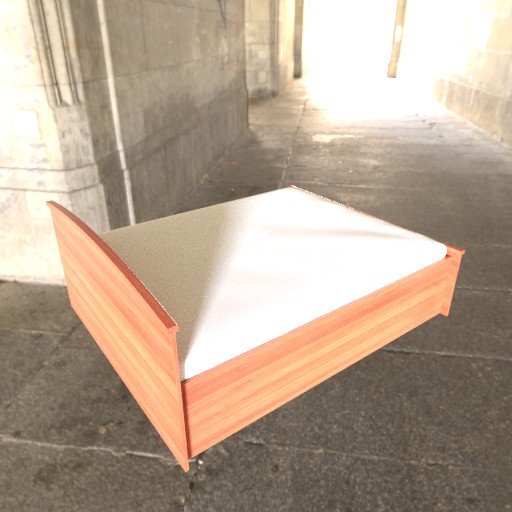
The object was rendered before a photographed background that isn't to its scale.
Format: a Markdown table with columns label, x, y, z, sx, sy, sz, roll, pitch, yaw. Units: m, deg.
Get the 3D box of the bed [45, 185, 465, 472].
| label | x | y | z | sx | sy | sz | roll | pitch | yaw |
| --- | --- | --- | --- | --- | --- | --- | --- | --- | --- |
| bed | 0.000 | 0.000 | 2.898 | 2.053 | 0.848 | 1.683 | -19 | 32 | -32 |
